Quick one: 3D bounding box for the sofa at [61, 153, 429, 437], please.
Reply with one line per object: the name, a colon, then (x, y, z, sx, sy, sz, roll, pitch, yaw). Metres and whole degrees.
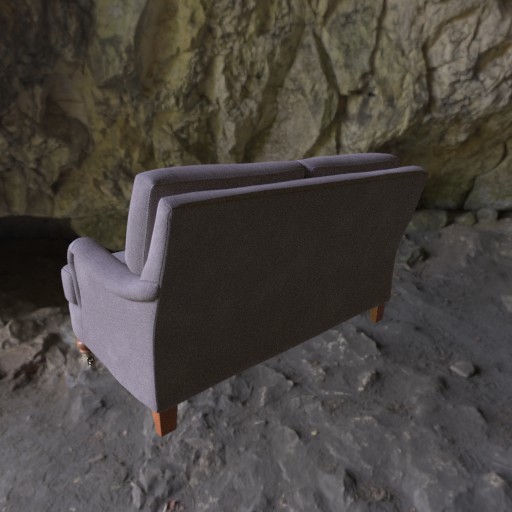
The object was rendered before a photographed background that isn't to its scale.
sofa: (0.000, 0.000, 2.496, 1.853, 1.101, 1.084, -15, 22, -41)
